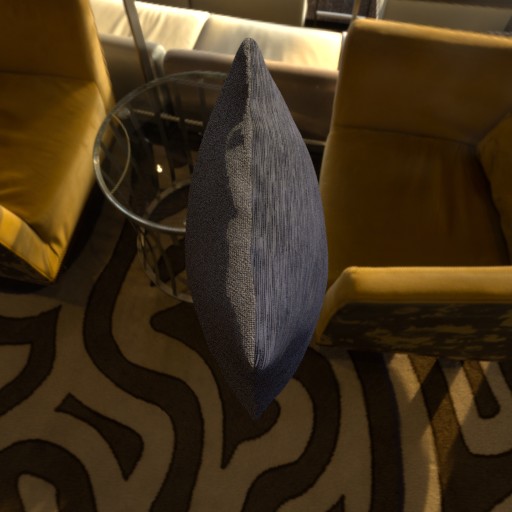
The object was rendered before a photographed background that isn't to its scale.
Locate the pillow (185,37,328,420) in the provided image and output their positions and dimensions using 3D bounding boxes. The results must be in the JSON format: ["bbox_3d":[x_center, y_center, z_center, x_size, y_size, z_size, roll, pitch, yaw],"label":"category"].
[{"bbox_3d":[0.000,0.000,0.684,0.204,0.439,0.452,-1,63,0],"label":"pillow"}]
